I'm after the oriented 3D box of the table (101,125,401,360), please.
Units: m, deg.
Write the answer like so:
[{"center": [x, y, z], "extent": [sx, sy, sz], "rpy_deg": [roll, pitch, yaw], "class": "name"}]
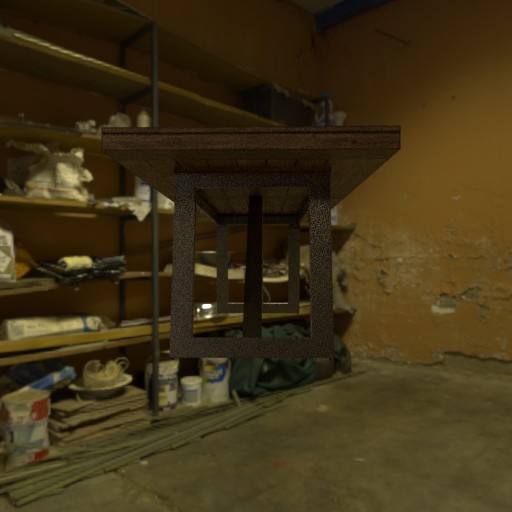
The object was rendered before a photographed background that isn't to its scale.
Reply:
[{"center": [0.000, 0.000, 2.301], "extent": [0.931, 0.757, 1.867], "rpy_deg": [0, -2, 1], "class": "table"}]
